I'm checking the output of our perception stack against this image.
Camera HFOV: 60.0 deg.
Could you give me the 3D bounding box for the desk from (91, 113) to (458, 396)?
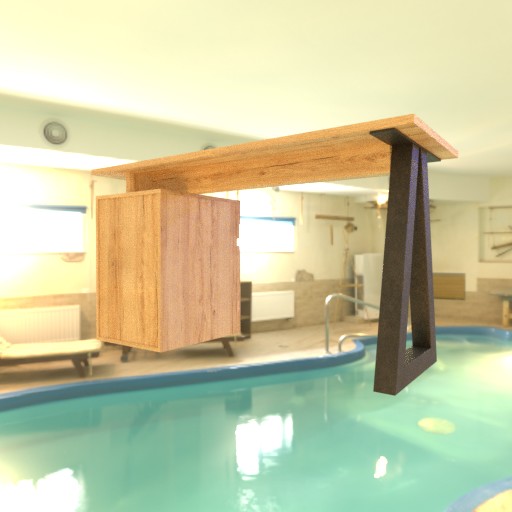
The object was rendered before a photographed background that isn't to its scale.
[{"bbox_3d":[0.000,0.000,1.787,1.400,0.760,0.550,1,1,36],"label":"desk"}]
